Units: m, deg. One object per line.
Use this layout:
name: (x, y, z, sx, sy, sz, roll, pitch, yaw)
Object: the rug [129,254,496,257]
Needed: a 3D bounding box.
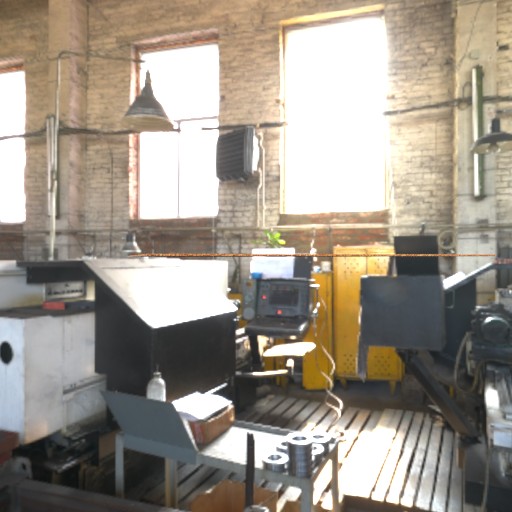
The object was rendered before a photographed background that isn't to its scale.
rug: (0.000, 0.000, 2.150, 1.143, 0.006, 1.747, 0, 0, -18)
